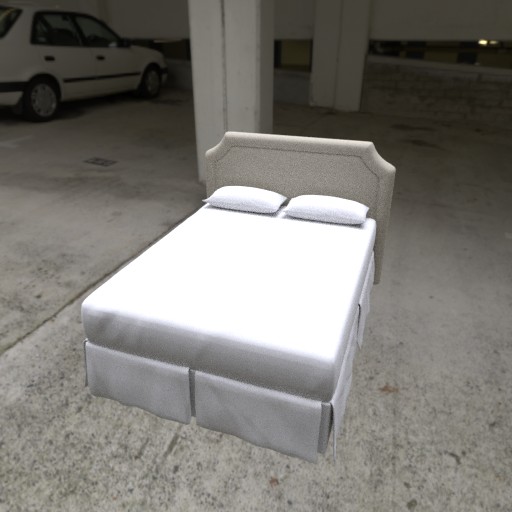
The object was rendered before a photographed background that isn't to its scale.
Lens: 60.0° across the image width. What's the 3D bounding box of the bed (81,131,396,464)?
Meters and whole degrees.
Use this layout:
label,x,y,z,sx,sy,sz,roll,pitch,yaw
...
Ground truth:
label,x,y,z,sx,sy,sz,roll,pitch,yaw
bed,0.000,0.000,3.181,1.693,1.290,2.116,9,28,17
